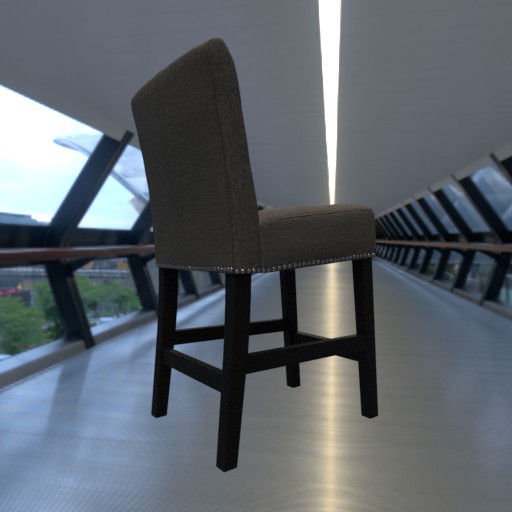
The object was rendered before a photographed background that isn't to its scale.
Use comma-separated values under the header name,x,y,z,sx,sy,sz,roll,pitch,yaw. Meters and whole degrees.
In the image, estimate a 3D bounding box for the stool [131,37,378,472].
name,x,y,z,sx,sy,sz,roll,pitch,yaw
stool,0.000,0.000,1.192,0.571,0.885,0.427,-1,1,-36
